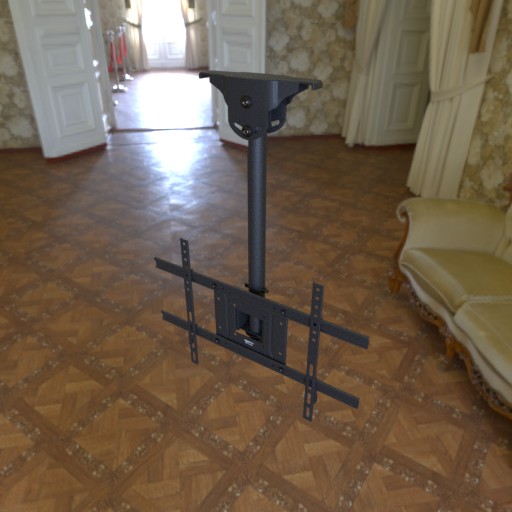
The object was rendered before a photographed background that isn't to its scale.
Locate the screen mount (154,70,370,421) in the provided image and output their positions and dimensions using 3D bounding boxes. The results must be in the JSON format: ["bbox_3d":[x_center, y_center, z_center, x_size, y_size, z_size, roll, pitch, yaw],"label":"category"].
[{"bbox_3d":[0.000,0.000,1.022,0.595,0.775,0.090,18,34,29],"label":"screen mount"}]
